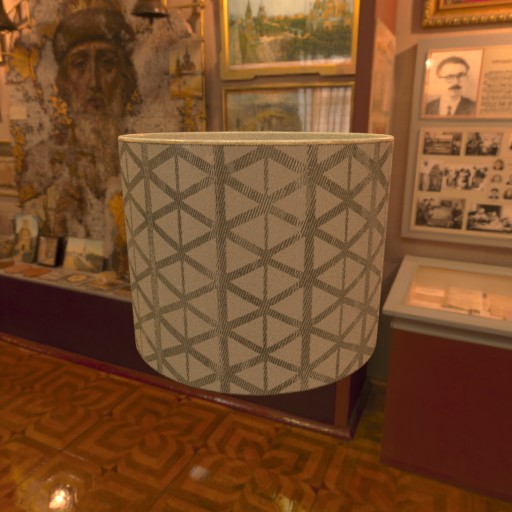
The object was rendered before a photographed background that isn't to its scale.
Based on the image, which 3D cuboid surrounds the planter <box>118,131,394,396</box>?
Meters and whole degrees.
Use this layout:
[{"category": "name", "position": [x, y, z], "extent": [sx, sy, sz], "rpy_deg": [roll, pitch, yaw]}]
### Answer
[{"category": "planter", "position": [0.000, 0.000, 0.344], "extent": [0.190, 0.181, 0.190], "rpy_deg": [0, 17, 0]}]
